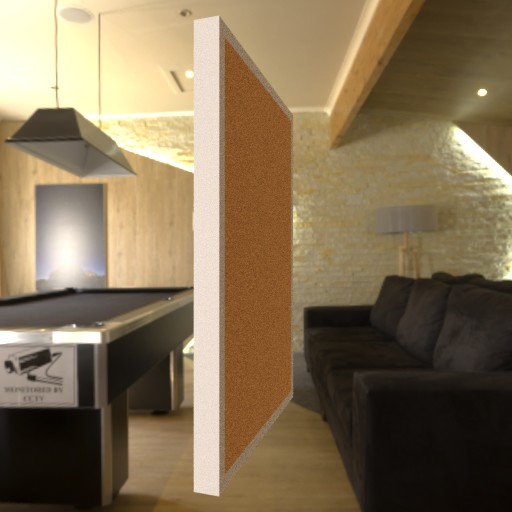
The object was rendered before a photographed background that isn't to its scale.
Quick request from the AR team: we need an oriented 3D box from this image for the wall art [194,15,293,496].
[{"bbox_3d":[0.000,0.000,0.826,0.038,0.657,0.450,0,0,18],"label":"wall art"}]
